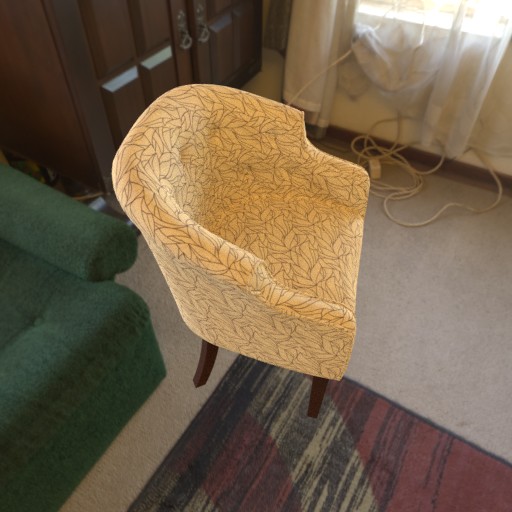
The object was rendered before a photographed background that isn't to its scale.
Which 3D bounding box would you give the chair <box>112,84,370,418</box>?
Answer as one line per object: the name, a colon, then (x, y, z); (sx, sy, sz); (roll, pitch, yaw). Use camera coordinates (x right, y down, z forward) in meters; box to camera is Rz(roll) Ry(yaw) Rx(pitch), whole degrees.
chair: (0.000, 0.000, 1.320); (0.613, 0.858, 0.686); (10, 48, 9)
